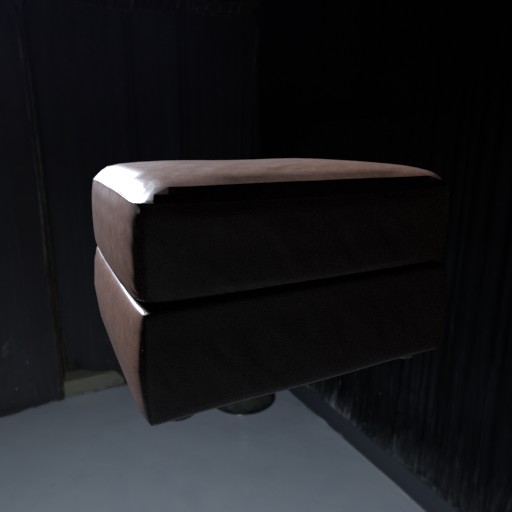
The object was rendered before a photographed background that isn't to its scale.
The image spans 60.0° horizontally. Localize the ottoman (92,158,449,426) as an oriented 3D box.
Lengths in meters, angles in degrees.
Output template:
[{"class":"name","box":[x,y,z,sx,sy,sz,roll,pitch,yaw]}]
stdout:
[{"class":"ottoman","box":[0.000,0.000,1.134,0.751,0.476,0.603,-7,16,-25]}]
